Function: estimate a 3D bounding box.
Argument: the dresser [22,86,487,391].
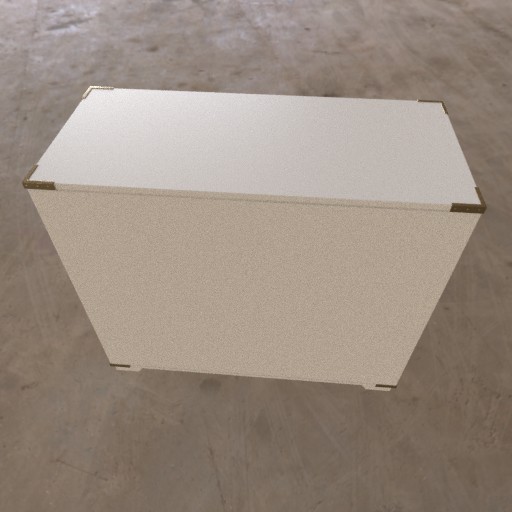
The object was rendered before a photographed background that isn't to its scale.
[{"bbox_3d":[0.000,0.000,1.452,1.022,0.891,0.460,4,47,3],"label":"dresser"}]
